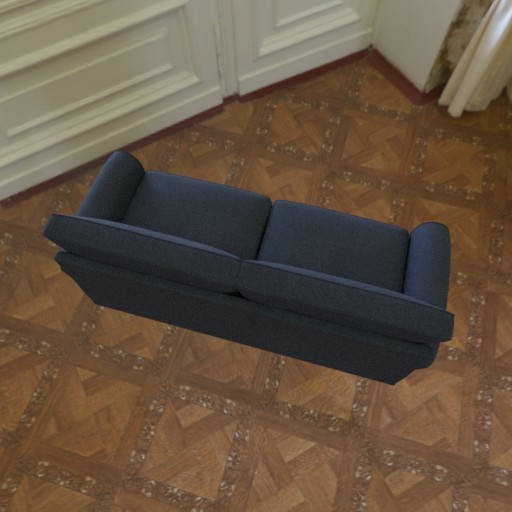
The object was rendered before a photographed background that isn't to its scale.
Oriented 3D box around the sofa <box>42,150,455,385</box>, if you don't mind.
[{"bbox_3d":[0.000,0.000,2.889,2.391,1.026,0.954,14,65,7],"label":"sofa"}]
